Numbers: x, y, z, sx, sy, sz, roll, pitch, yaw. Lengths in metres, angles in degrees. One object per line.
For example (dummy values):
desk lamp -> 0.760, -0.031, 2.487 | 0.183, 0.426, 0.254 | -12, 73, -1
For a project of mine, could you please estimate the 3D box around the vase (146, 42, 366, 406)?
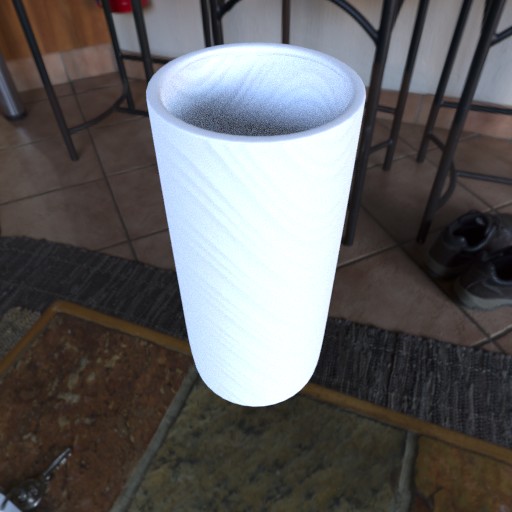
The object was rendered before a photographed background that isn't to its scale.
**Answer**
vase -> 0.000, 0.000, 0.394 | 0.143, 0.316, 0.143 | 0, 46, 0
